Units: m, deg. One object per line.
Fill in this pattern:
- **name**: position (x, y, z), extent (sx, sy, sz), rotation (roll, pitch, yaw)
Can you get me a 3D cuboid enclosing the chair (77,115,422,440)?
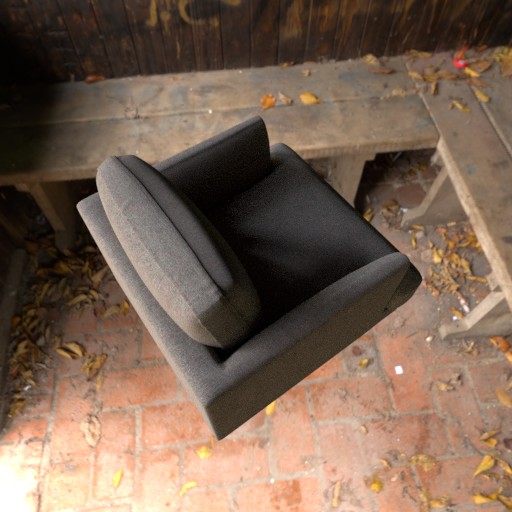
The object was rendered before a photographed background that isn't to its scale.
- **chair**: position (0.000, 0.000, 1.614), extent (0.899, 0.957, 0.858), rotation (-31, 63, -18)
